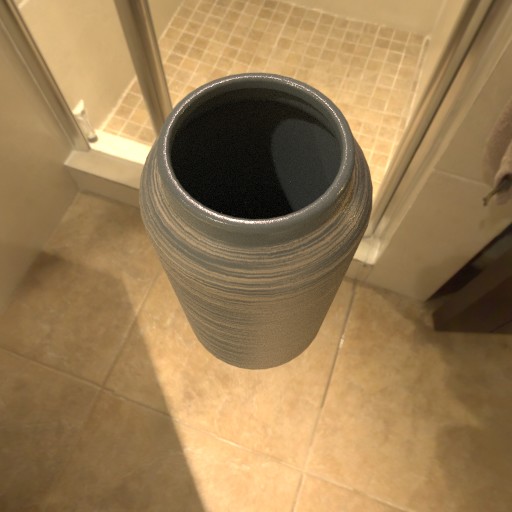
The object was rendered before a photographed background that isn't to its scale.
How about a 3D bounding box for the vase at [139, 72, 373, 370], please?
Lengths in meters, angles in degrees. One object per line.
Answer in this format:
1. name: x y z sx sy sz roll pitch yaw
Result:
1. vase: 0.000 0.000 0.295 0.116 0.230 0.116 0 65 0
